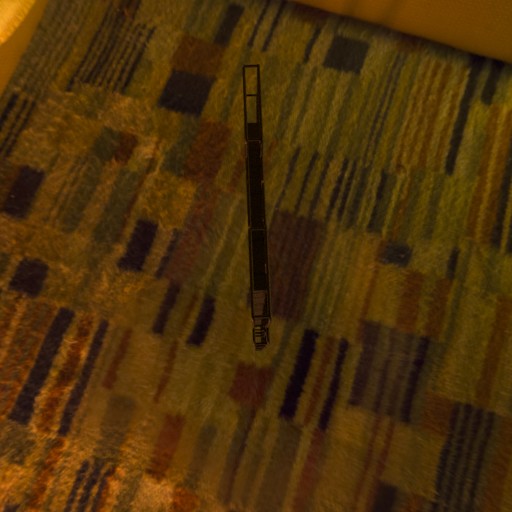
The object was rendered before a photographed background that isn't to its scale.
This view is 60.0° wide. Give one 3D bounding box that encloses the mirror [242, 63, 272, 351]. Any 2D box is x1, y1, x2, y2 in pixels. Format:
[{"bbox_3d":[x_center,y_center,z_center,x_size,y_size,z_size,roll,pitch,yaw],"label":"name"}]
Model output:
[{"bbox_3d":[0.000,0.000,1.377,0.037,1.192,0.565,-2,77,0],"label":"mirror"}]
